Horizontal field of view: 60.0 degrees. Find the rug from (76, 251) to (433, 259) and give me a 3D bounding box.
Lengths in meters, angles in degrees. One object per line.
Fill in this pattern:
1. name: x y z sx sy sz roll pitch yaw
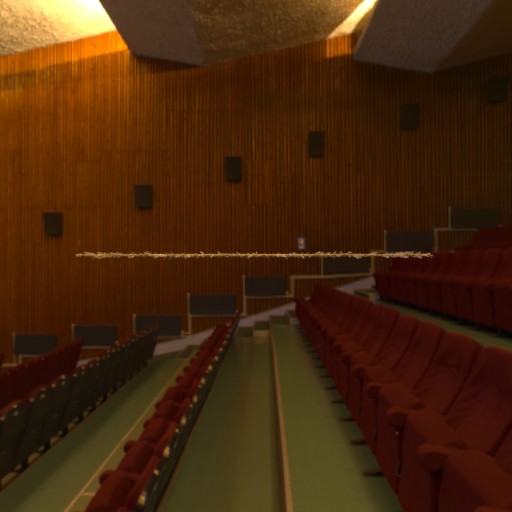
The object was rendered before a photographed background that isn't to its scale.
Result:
1. rug: 0.000 0.000 2.506 1.224 0.028 2.023 0 0 0
